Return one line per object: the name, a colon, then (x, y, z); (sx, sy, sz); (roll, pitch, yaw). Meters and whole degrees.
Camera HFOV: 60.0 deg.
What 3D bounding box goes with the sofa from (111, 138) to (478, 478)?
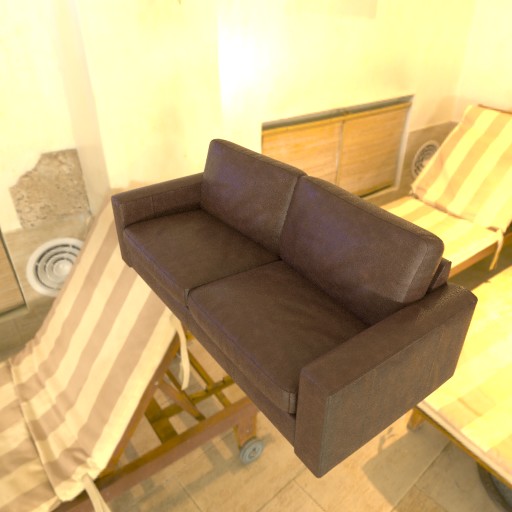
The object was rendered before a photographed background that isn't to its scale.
sofa: (0.000, 0.000, 2.635); (1.016, 0.873, 2.179); (-21, 38, -30)
